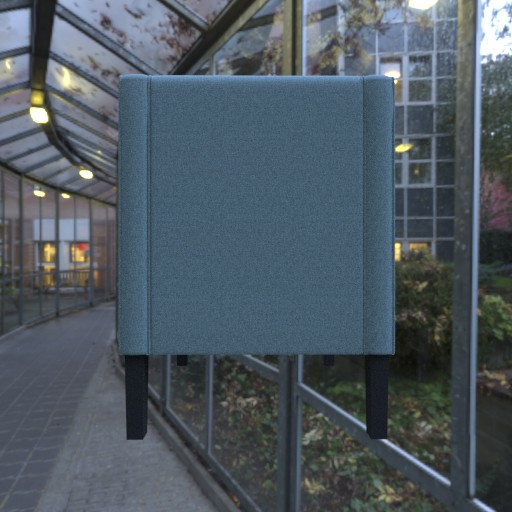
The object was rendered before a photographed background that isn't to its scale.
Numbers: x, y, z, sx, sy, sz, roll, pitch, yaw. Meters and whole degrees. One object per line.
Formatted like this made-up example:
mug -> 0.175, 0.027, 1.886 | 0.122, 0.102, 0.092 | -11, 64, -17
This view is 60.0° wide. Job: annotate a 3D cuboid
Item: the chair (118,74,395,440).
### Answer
chair -> 0.000, 0.000, 1.857 | 0.857, 1.133, 1.025 | 0, 0, 0
